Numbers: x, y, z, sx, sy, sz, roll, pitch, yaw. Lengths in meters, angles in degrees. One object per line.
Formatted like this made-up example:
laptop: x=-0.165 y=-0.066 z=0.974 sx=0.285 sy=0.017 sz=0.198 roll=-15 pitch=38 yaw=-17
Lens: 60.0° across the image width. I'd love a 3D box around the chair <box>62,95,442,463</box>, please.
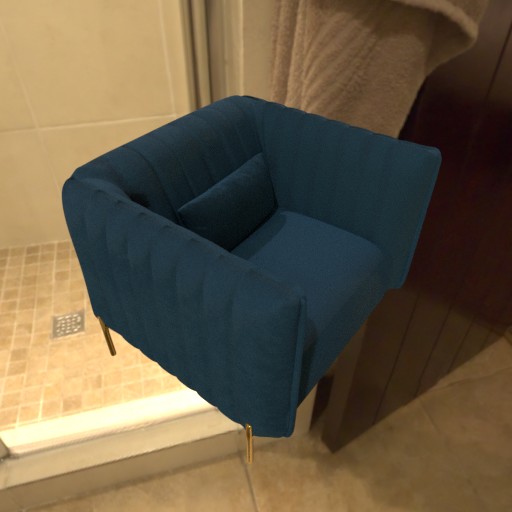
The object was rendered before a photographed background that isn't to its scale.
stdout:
chair: x=0.000 y=0.000 z=1.596 sx=0.877 sy=0.793 sz=0.947 roll=27 pitch=48 yaw=27
